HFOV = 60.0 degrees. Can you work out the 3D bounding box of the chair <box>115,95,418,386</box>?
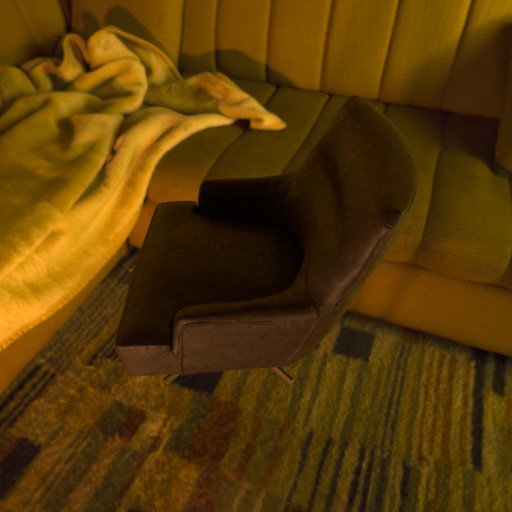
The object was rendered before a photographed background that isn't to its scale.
[{"bbox_3d":[0.000,0.000,1.534,0.874,0.870,0.738,0,42,0],"label":"chair"}]
